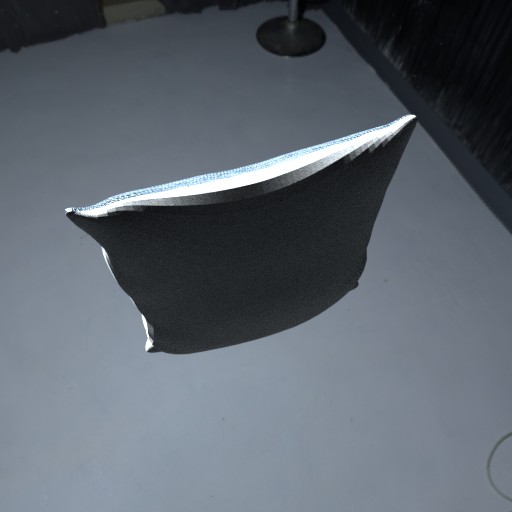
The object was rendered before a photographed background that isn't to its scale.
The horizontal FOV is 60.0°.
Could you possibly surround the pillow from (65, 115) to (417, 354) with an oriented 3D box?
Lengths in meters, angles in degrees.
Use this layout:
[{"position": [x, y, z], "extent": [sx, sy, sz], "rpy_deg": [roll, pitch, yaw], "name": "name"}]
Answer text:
[{"position": [0.000, 0.000, 0.694], "extent": [0.440, 0.441, 0.182], "rpy_deg": [-17, 60, -10], "name": "pillow"}]
